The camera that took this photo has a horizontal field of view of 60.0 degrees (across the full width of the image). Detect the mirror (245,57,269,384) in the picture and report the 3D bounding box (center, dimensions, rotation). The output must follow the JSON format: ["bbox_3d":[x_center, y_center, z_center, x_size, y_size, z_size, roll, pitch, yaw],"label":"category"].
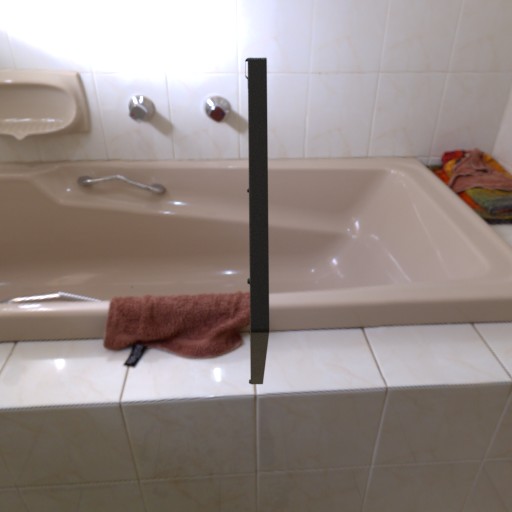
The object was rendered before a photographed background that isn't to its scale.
[{"bbox_3d":[0.000,0.000,0.825,0.032,0.679,0.419,-1,32,-1],"label":"mirror"}]
